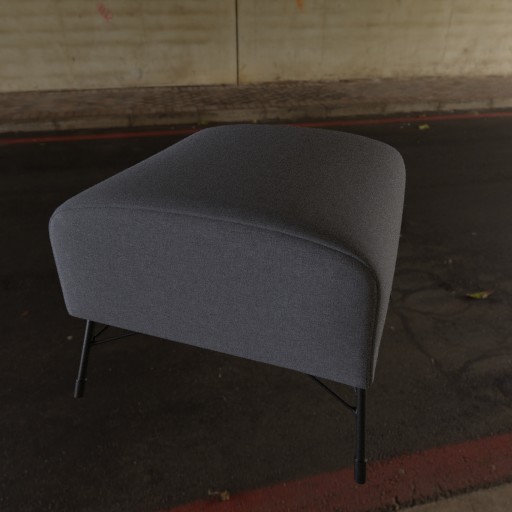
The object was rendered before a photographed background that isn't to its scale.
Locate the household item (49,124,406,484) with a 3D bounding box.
[{"bbox_3d":[0.000,0.000,0.856,0.530,0.410,0.530,10,30,17],"label":"household item"}]
